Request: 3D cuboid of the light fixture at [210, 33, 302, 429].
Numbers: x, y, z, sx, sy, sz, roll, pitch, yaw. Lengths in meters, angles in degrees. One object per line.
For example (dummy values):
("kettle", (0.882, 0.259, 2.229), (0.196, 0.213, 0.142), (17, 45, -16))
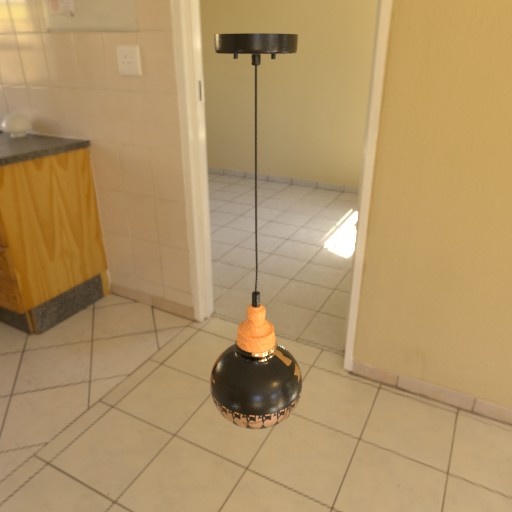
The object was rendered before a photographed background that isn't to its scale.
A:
("light fixture", (0.000, 0.000, 1.797), (0.430, 1.606, 0.430), (8, 26, 16))
